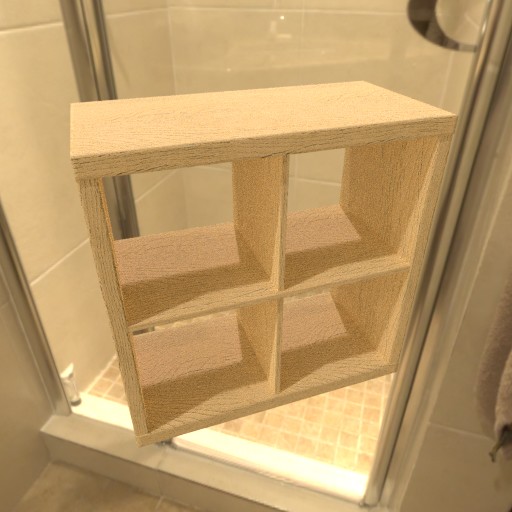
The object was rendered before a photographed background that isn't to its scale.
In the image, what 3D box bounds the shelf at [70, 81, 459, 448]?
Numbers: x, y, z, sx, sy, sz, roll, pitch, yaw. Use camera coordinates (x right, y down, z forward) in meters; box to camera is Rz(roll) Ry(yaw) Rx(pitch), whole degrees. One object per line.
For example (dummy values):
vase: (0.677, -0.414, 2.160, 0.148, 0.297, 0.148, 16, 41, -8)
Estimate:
shelf: (0.000, 0.000, 1.211, 0.790, 0.786, 0.390, -11, 34, -16)
